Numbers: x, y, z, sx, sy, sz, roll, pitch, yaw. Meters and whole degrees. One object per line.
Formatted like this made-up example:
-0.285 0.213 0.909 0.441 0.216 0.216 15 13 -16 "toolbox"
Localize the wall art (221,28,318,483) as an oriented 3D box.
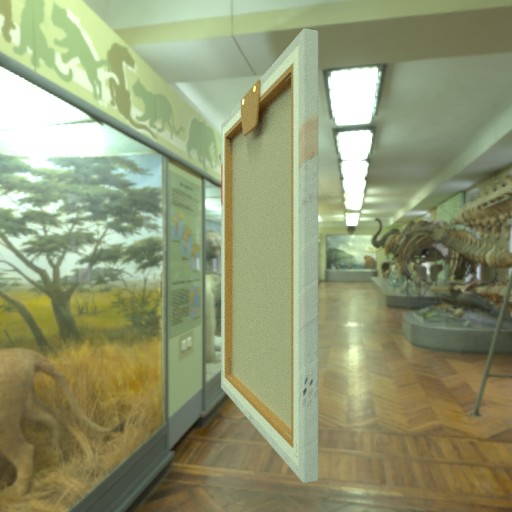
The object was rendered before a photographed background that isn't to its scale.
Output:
0.000 0.000 1.350 0.045 1.014 0.759 0 0 -18 "wall art"
